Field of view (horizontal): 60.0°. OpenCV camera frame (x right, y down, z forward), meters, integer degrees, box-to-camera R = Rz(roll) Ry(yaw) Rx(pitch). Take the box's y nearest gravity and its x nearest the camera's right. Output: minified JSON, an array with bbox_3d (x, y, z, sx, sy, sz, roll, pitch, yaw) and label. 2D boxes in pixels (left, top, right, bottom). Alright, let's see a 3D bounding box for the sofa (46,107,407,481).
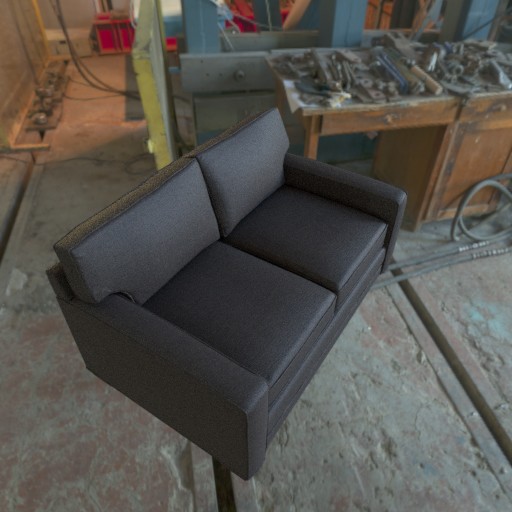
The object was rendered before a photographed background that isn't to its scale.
[{"bbox_3d":[0.000,0.000,2.160,0.974,0.887,1.534,24,47,24],"label":"sofa"}]
